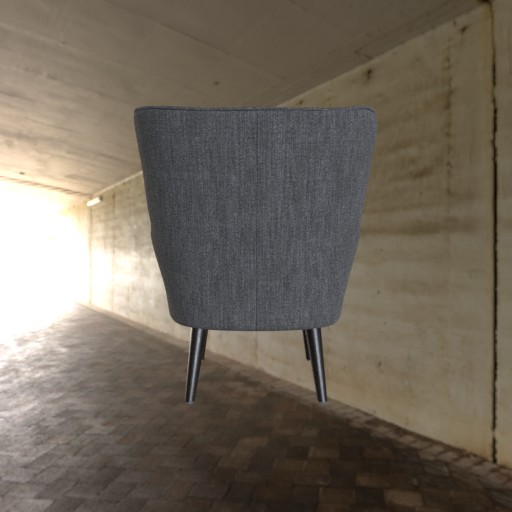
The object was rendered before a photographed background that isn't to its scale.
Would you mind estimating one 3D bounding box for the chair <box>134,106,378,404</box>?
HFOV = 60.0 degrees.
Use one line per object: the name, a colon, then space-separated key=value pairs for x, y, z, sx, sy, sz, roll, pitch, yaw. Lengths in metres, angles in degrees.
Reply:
chair: x=0.000 y=0.000 z=1.613 sx=0.781 sy=0.933 sz=0.888 roll=0 pitch=0 yaw=0
